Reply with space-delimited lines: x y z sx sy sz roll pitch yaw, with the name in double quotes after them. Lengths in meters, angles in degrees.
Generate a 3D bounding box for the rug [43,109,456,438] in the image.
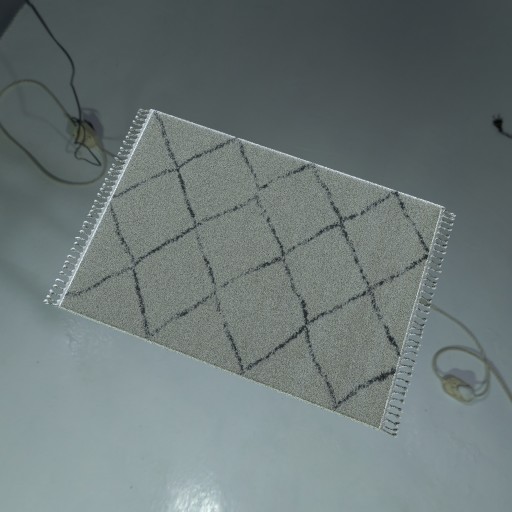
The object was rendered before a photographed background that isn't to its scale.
0.000 0.000 2.858 2.307 0.031 1.494 20 77 5 "rug"
